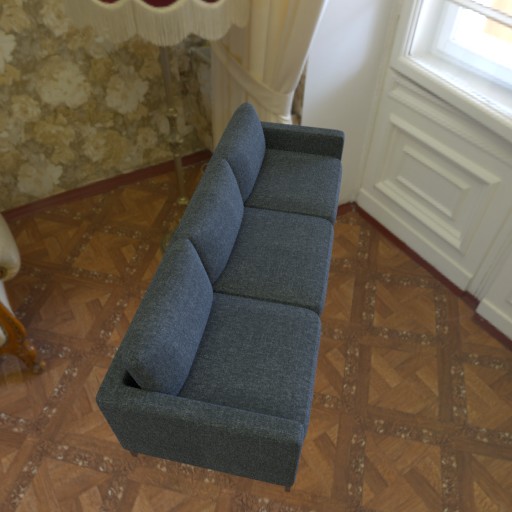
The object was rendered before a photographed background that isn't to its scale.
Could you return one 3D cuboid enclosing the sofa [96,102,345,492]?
[{"bbox_3d":[0.000,0.000,2.591,0.859,0.874,2.218,9,47,8],"label":"sofa"}]
